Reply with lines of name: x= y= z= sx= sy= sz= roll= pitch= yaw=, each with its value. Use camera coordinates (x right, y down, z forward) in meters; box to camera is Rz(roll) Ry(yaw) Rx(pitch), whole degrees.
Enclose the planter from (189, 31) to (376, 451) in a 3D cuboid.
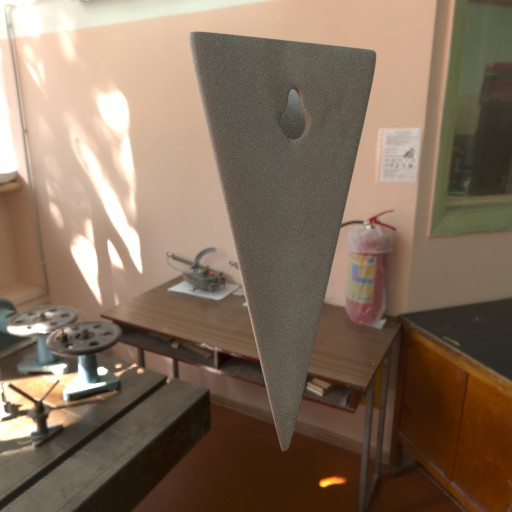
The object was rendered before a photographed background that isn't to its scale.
planter: x=0.000 y=0.000 z=0.267 sx=0.101 sy=0.224 sz=0.081 roll=-8 pitch=18 yaw=-27
